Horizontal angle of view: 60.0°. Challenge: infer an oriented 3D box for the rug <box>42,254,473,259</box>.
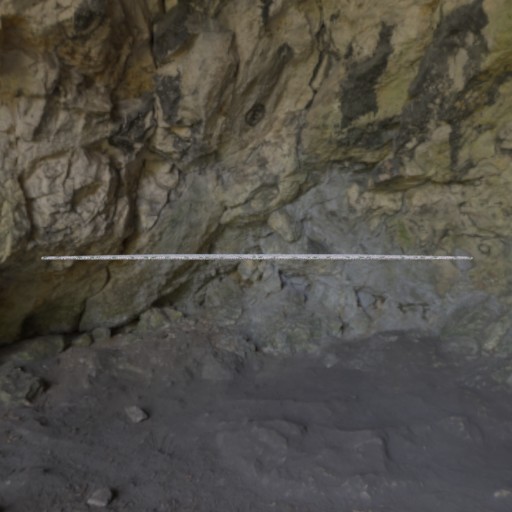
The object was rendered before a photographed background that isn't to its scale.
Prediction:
[{"bbox_3d":[0.000,0.000,4.015,2.441,0.017,3.050,0,0,0],"label":"rug"}]
